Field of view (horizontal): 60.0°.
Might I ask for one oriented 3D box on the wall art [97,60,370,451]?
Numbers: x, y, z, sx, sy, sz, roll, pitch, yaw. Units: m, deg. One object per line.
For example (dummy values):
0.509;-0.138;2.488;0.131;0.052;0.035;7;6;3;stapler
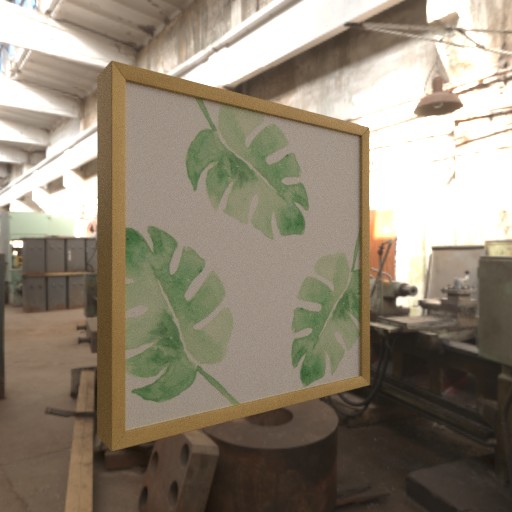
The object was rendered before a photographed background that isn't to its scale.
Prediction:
0.000;0.000;0.449;0.305;0.305;0.038;0;0;-36;wall art
